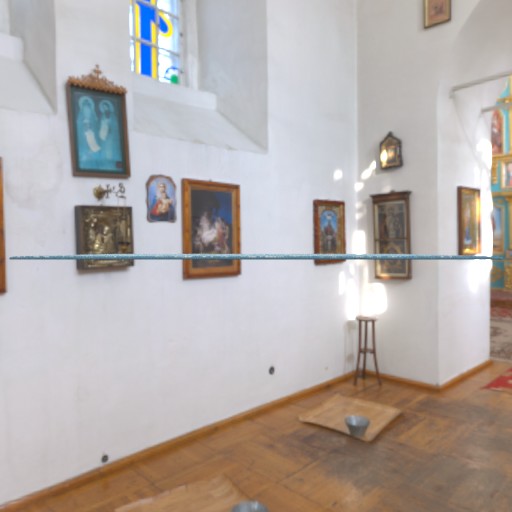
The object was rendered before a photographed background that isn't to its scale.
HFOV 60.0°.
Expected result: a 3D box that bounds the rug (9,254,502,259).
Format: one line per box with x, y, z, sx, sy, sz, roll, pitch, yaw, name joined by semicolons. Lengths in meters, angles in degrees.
0.000;0.000;3.370;2.746;0.018;1.816;0;1;0;rug
